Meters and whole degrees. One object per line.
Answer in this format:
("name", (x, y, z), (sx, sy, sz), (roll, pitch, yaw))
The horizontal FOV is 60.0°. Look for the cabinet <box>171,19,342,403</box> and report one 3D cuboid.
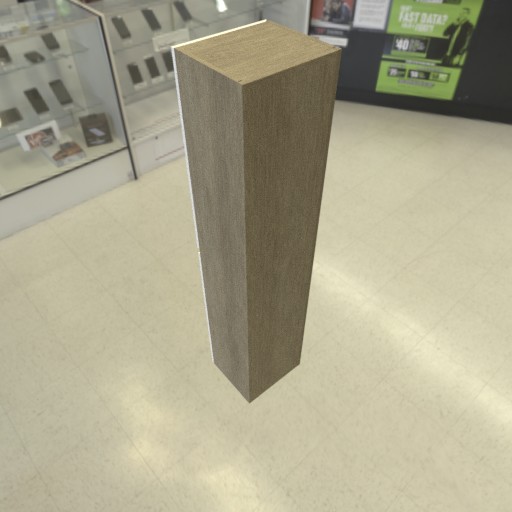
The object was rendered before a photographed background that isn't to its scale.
("cabinet", (0.000, 0.000, 1.544), (0.300, 1.400, 0.270), (-31, 53, -27))
